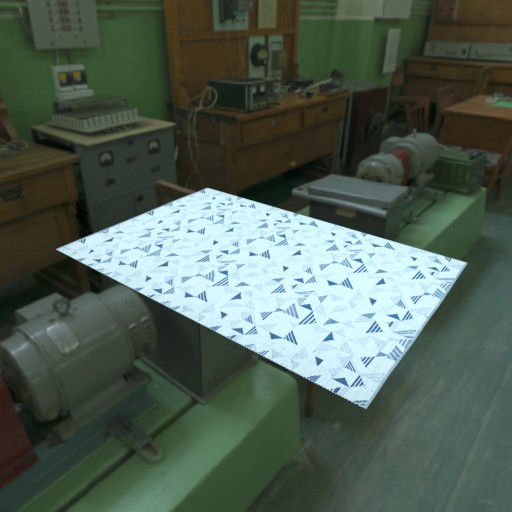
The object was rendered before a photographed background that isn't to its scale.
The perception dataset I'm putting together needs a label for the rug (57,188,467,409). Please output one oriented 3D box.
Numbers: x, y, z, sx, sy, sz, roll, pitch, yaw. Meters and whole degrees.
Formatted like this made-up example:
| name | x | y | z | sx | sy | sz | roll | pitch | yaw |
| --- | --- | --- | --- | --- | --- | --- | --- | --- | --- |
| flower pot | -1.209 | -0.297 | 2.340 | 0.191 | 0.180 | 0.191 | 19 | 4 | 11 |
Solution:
| name | x | y | z | sx | sy | sz | roll | pitch | yaw |
| --- | --- | --- | --- | --- | --- | --- | --- | --- | --- |
| rug | 0.000 | 0.000 | 2.351 | 1.835 | 0.003 | 1.206 | 20 | 35 | 32 |
